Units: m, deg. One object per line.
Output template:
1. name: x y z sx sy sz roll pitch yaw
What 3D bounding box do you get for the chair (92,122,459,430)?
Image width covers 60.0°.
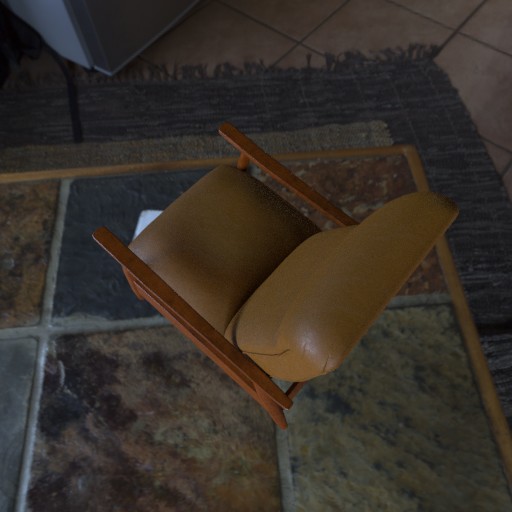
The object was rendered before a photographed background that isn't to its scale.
1. chair: 0.000 0.000 1.745 1.014 1.082 0.762 38 69 17
